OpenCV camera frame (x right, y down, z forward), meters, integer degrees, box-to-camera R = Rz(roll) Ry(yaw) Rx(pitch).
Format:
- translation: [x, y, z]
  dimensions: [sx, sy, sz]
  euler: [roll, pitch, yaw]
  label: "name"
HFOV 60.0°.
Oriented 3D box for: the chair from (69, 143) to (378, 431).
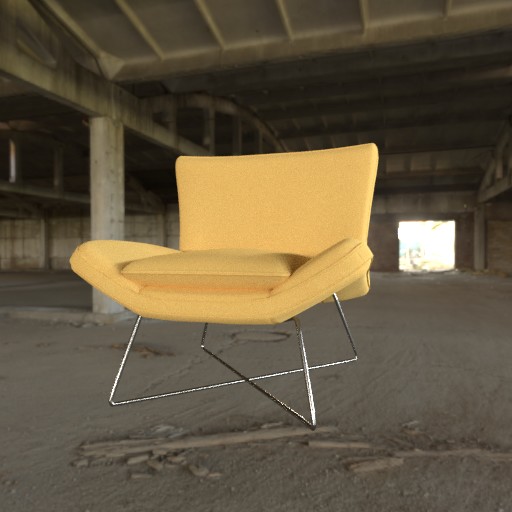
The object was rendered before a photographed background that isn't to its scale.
- translation: [0.000, 0.000, 1.615]
  dimensions: [0.859, 0.855, 1.008]
  euler: [0, 1, 17]
  label: "chair"
